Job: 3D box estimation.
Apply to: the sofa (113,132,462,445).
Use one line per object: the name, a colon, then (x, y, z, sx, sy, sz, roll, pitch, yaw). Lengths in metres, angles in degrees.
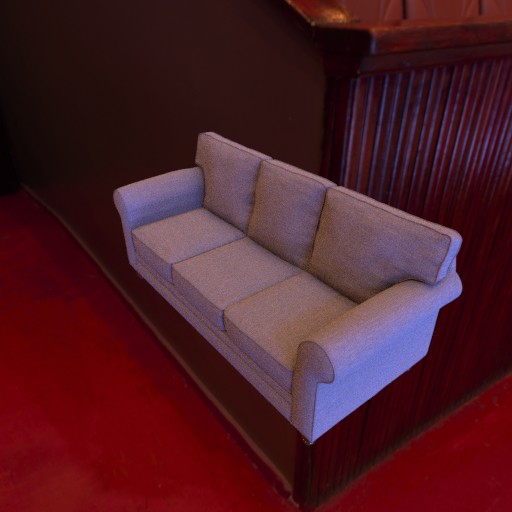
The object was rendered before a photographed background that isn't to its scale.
sofa: (0.000, 0.000, 2.651, 0.916, 0.961, 2.084, -23, 38, -32)
